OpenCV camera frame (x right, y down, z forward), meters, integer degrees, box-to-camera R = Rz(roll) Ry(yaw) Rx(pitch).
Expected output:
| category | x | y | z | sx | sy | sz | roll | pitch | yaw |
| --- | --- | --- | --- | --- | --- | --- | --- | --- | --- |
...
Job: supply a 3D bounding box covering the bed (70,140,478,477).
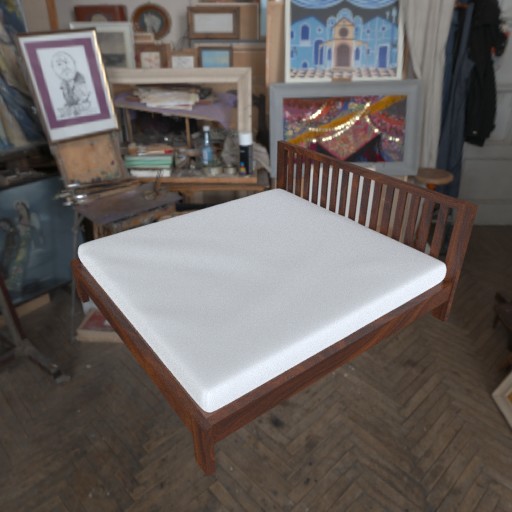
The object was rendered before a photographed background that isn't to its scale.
| category | x | y | z | sx | sy | sz | roll | pitch | yaw |
| --- | --- | --- | --- | --- | --- | --- | --- | --- | --- |
| bed | 0.000 | 0.000 | 3.109 | 2.030 | 0.890 | 1.905 | -21 | 36 | -32 |
